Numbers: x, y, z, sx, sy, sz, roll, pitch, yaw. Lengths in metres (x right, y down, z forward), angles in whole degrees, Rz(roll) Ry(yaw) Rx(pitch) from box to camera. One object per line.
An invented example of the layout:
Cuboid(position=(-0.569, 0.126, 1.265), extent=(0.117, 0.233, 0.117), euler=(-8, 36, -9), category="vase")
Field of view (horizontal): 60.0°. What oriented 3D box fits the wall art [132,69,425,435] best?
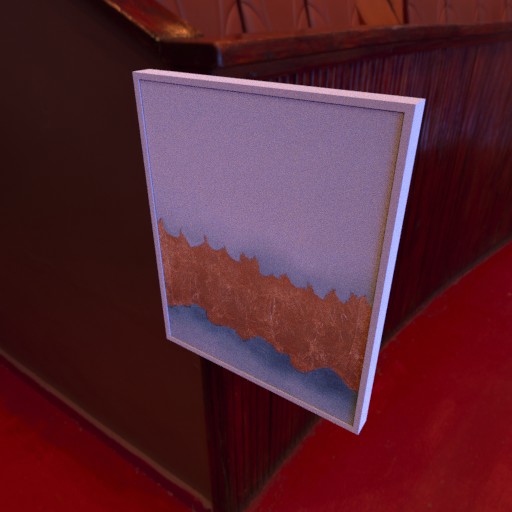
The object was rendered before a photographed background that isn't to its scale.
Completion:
Cuboid(position=(0.000, 0.000, 0.752), extent=(0.451, 0.553, 0.039), euler=(19, 35, 29), category="wall art")
